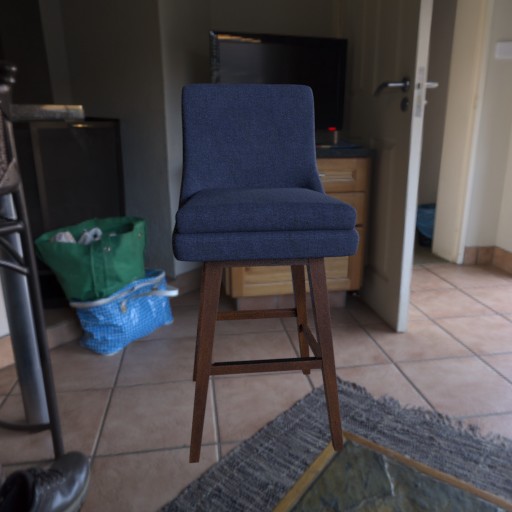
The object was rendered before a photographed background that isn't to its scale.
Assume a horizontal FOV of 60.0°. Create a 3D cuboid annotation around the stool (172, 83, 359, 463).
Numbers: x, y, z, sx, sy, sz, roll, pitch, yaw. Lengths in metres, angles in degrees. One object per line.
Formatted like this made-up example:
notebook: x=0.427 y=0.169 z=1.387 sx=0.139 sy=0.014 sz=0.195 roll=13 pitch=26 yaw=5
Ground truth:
stool: x=0.000 y=0.000 z=1.408 sx=0.489 sy=1.068 sz=0.572 roll=-2 pitch=16 yaw=-6
